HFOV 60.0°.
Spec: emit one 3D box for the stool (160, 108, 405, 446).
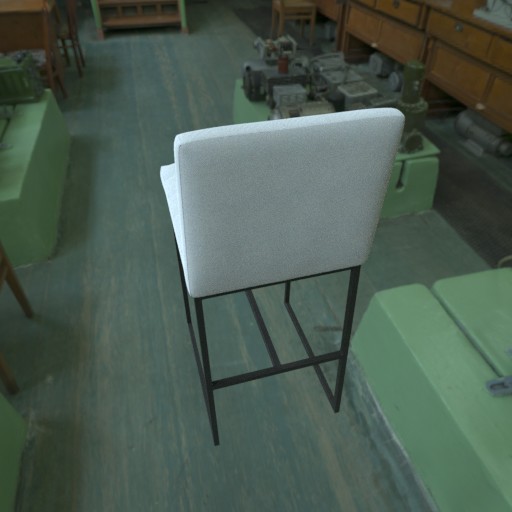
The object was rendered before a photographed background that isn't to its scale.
[{"bbox_3d":[0.000,0.000,1.333,0.464,1.061,0.573,-11,41,-12],"label":"stool"}]
